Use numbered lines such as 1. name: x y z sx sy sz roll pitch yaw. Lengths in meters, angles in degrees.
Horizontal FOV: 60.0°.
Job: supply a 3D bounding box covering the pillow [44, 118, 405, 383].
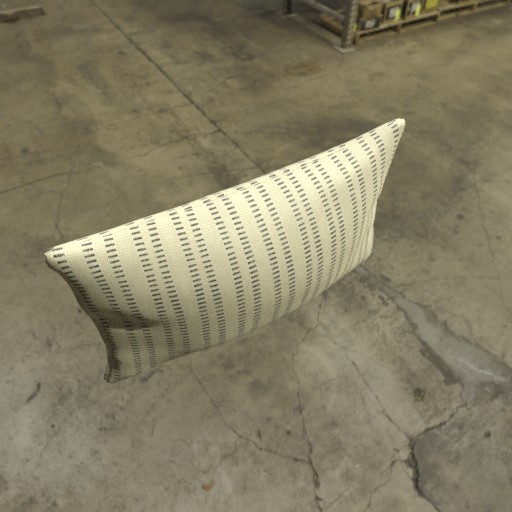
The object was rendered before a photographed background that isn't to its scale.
1. pillow: 0.000 0.000 0.800 0.640 0.353 0.210 -24 52 -21
